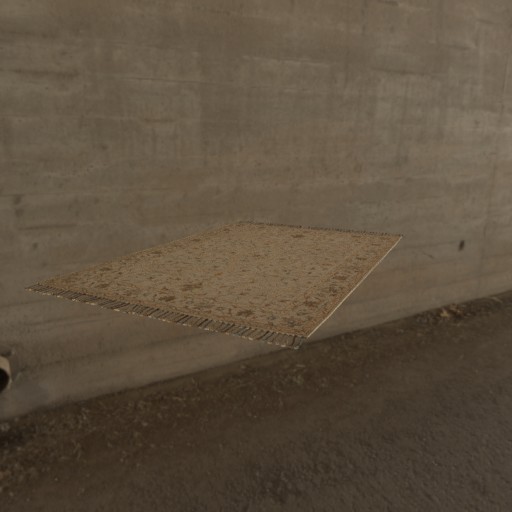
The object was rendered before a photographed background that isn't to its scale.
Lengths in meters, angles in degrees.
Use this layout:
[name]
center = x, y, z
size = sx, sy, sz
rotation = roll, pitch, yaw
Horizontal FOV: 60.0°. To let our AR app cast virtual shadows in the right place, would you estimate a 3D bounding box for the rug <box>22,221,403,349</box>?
[rug]
center = 0.000, 0.000, 2.337
size = 1.218, 0.017, 1.861
rotation = 7, 16, 26
